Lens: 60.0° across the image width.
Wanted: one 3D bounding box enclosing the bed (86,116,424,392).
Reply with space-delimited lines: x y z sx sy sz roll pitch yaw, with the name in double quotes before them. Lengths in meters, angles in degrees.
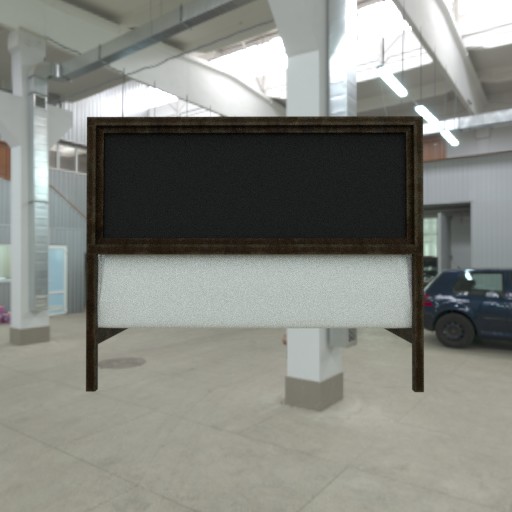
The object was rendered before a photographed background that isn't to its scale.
"bed" 0.000 0.000 3.220 1.607 1.313 2.221 0 -1 0
